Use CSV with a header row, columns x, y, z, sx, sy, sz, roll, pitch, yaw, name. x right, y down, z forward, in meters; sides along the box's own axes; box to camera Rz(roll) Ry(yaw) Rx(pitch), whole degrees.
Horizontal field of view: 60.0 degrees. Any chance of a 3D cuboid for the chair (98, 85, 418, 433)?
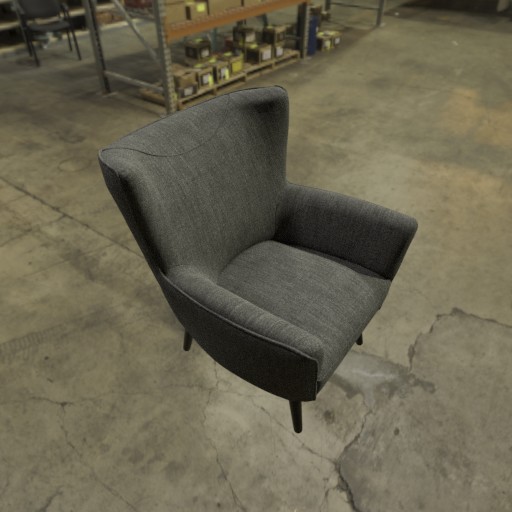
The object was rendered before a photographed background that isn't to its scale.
x,y,z,sx,sy,sz,roll,pitch,yaw,name
0.000,0.000,1.595,0.888,0.933,0.781,25,46,27,chair
